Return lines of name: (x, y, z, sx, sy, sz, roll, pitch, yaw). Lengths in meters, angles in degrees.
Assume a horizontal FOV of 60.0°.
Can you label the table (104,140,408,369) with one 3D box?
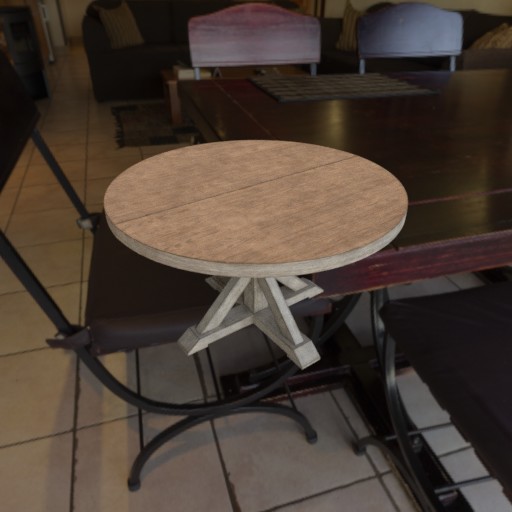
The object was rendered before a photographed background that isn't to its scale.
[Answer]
table: (0.000, 0.000, 2.266, 1.363, 0.781, 1.363, 0, 32, 0)
